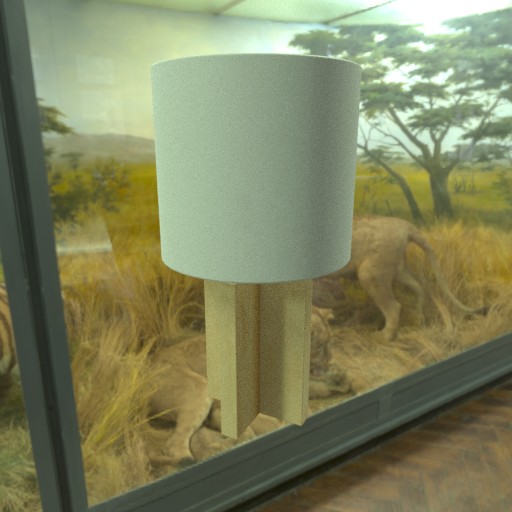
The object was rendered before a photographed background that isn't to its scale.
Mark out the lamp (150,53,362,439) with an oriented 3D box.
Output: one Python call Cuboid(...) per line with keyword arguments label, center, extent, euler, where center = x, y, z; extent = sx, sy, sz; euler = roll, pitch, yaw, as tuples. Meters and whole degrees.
Cuboid(label="lamp", center=(0.000, 0.000, 0.549), extent=(0.229, 0.428, 0.229), euler=(8, 18, 26))
